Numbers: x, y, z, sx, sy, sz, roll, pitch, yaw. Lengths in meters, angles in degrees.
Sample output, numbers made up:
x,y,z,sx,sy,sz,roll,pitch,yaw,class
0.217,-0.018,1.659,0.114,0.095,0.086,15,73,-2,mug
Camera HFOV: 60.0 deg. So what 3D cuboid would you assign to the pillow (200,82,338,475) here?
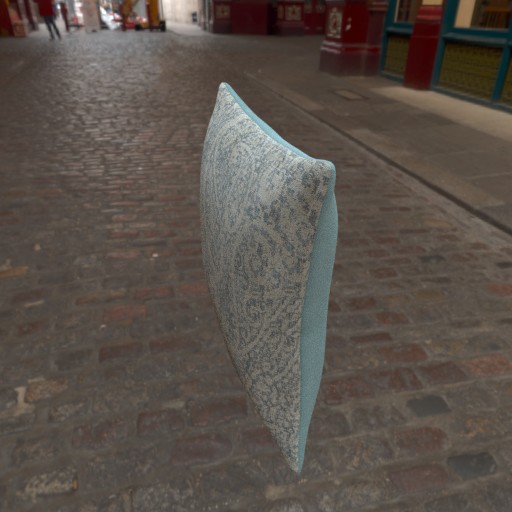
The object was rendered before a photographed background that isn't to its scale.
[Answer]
x,y,z,sx,sy,sz,roll,pitch,yaw,class
0.000,0.000,0.789,0.166,0.507,0.526,-8,31,-13,pillow
